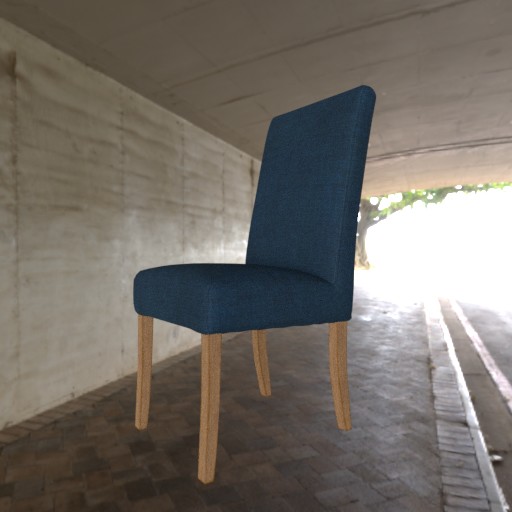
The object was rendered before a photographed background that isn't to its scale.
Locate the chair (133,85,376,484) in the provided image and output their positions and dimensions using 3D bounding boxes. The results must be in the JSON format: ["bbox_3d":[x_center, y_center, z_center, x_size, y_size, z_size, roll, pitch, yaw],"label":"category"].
[{"bbox_3d":[0.000,0.000,1.345,0.610,1.029,0.450,-1,2,-37],"label":"chair"}]
